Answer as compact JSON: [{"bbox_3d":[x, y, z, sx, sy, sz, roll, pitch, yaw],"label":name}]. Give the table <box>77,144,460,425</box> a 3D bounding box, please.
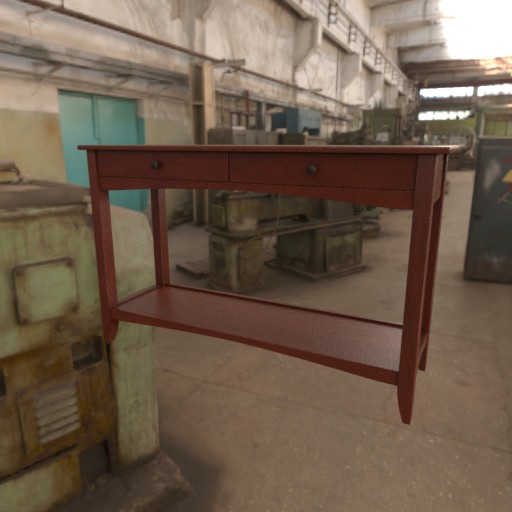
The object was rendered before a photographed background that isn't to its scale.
[{"bbox_3d":[0.000,0.000,1.526,1.188,0.739,0.392,7,16,26],"label":"table"}]
